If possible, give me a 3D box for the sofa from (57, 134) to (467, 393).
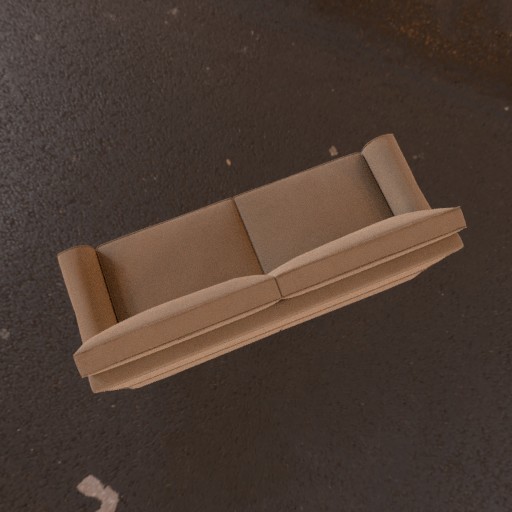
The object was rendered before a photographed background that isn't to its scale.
[{"bbox_3d":[0.000,0.000,2.724,2.246,1.014,0.900,-21,76,-6],"label":"sofa"}]
